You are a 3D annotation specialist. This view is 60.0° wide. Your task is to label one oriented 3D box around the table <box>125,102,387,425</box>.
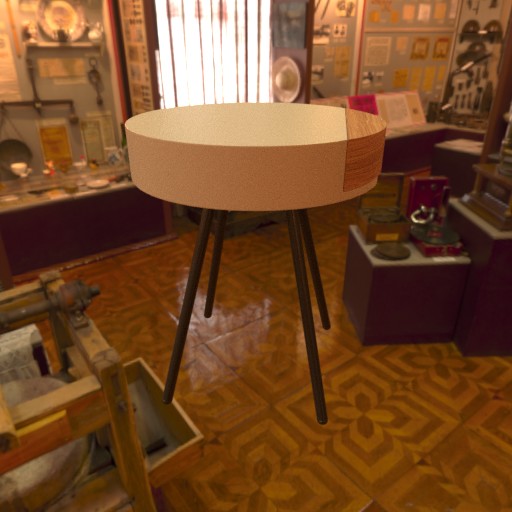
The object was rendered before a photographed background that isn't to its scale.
[{"bbox_3d":[0.000,0.000,0.874,0.450,0.525,0.450,0,26,0],"label":"table"}]
